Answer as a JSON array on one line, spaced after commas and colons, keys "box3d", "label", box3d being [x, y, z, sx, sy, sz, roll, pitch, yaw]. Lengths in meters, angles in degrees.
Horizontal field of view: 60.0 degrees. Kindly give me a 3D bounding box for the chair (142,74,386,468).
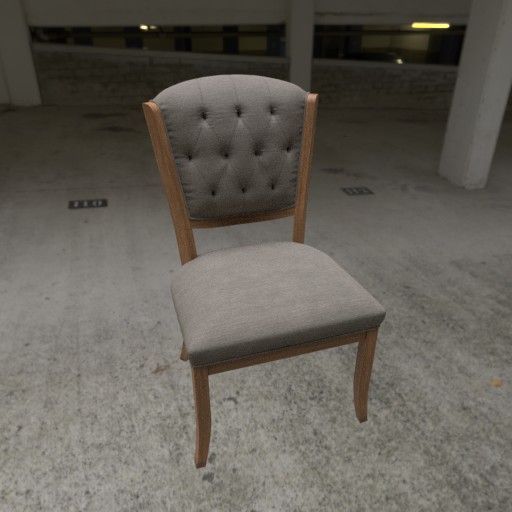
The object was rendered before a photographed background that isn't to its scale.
[{"box3d": [0.000, 0.000, 1.260, 0.513, 0.905, 0.584, -9, 30, -16], "label": "chair"}]
